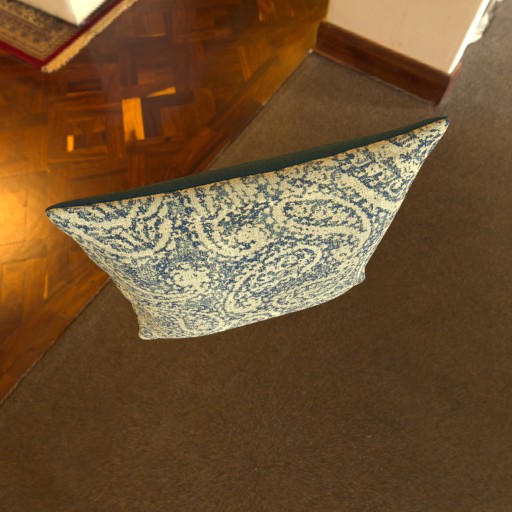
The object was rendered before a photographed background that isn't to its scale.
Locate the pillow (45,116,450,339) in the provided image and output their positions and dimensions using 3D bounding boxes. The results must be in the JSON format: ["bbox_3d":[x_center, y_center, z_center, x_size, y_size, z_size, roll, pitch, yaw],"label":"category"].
[{"bbox_3d":[0.000,0.000,0.768,0.523,0.510,0.166,-14,65,-7],"label":"pillow"}]
